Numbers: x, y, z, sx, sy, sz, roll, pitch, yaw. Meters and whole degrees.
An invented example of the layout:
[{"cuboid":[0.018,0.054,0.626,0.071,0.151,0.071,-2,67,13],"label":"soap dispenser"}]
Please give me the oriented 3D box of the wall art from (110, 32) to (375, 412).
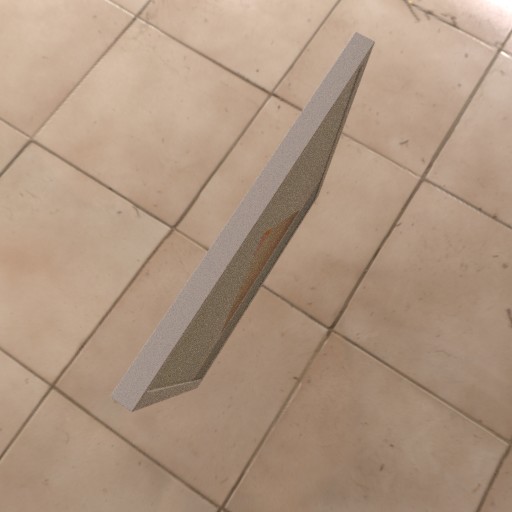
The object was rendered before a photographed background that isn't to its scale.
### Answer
[{"cuboid":[0.000,0.000,1.116,0.041,0.765,0.768,31,78,7],"label":"wall art"}]
